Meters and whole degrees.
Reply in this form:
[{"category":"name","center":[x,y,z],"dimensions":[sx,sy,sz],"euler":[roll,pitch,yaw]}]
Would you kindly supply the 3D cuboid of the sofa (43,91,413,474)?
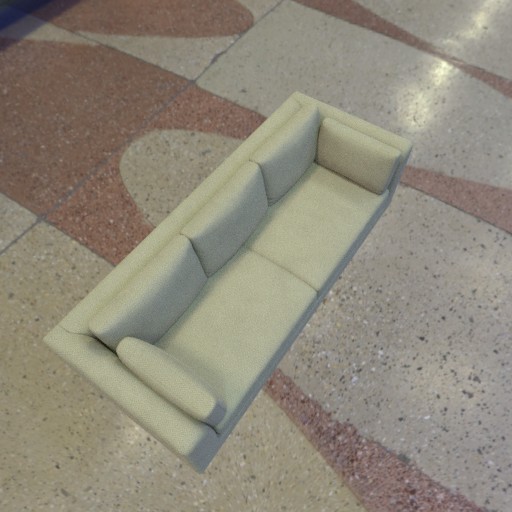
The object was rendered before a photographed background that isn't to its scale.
[{"category":"sofa","center":[0.000,0.000,2.889],"dimensions":[0.969,0.867,2.415],"euler":[31,62,18]}]
